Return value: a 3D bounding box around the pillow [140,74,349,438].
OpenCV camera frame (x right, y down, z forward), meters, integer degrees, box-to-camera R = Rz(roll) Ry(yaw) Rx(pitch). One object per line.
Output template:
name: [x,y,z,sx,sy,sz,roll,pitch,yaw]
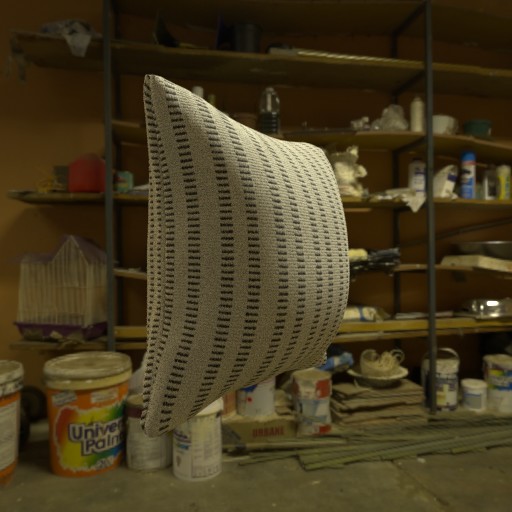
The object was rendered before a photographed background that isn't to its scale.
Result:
pillow: [0.000,0.000,0.680,0.247,0.419,0.438,0,-1,36]
